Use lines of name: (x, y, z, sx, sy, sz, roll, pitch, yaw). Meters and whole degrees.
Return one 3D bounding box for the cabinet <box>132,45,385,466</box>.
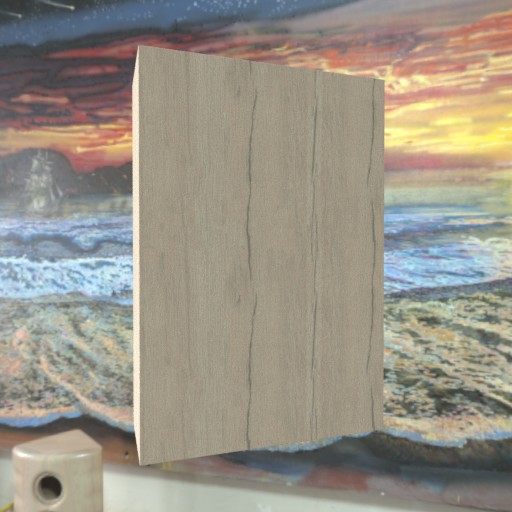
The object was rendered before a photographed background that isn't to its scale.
cabinet: (0.000, 0.000, 2.668, 1.400, 2.070, 0.580, 0, 1, -18)
